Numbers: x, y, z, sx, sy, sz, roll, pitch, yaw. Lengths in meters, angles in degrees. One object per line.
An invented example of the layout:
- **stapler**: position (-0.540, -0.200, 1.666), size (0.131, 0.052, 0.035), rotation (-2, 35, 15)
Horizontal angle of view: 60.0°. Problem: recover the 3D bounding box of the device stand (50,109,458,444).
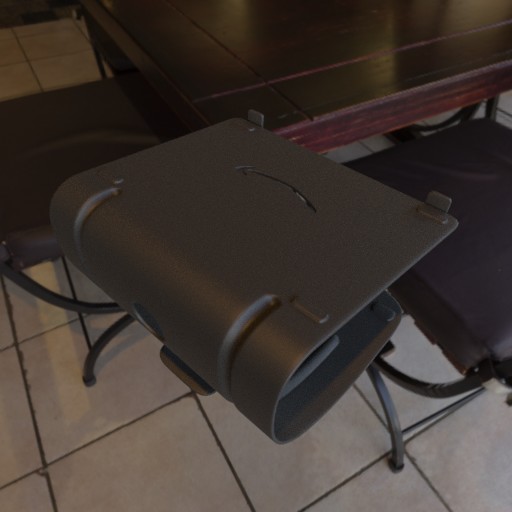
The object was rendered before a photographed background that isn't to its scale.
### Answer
- **device stand**: position (0.000, 0.000, 0.399), size (0.256, 0.155, 0.236), rotation (33, 55, 27)
